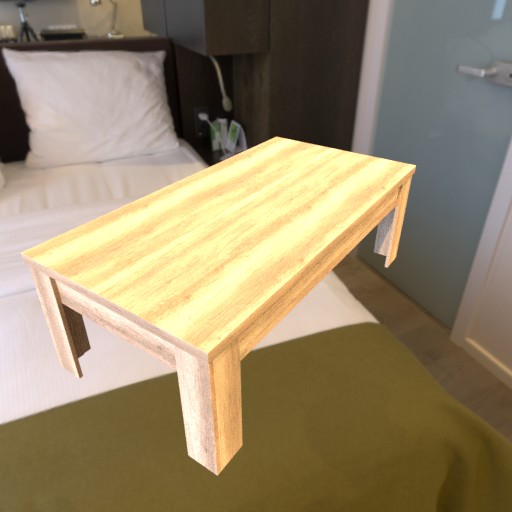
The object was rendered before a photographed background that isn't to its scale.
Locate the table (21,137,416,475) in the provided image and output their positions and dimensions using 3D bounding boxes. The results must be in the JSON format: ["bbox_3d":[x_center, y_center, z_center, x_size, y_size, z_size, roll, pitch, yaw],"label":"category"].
[{"bbox_3d":[0.000,0.000,1.690,0.700,0.460,1.350,20,37,29],"label":"table"}]
